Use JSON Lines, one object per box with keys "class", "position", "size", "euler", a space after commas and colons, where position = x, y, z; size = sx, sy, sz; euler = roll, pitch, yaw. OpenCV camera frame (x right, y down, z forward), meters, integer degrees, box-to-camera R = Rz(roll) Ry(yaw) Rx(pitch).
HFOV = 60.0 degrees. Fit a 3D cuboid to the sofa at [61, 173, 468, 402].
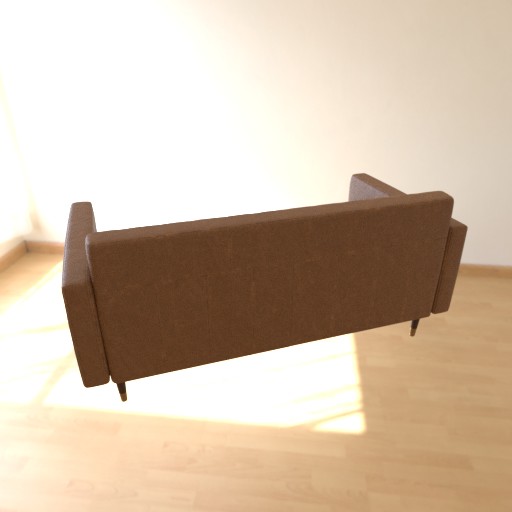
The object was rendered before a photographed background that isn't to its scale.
{"class": "sofa", "position": [0.000, 0.000, 2.378], "size": [1.847, 0.821, 0.993], "euler": [-8, 28, -16]}
